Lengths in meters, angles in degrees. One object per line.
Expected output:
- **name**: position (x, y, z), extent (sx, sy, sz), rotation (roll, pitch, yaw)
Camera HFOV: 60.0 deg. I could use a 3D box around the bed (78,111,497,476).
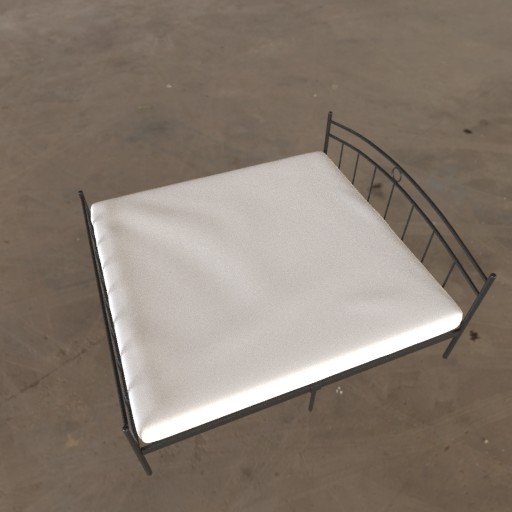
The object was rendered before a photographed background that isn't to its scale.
- **bed**: position (0.000, 0.000, 2.982), extent (2.040, 0.940, 1.880), rotation (-16, 49, -15)
